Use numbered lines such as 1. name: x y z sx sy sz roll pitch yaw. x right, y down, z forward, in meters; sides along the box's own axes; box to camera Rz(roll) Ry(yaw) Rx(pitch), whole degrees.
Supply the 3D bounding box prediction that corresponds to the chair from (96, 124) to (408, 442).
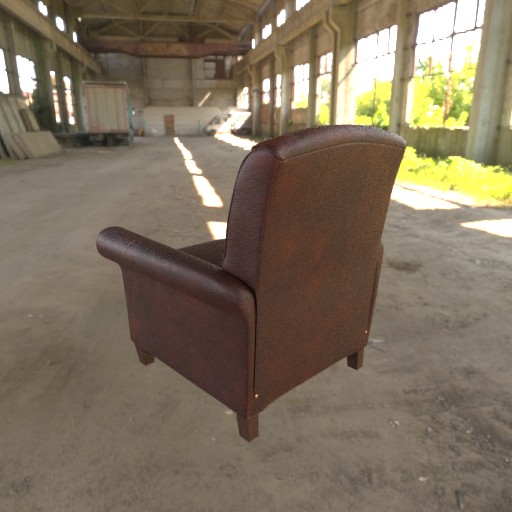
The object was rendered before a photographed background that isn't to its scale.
1. chair: 0.000 0.000 1.849 0.978 1.061 0.902 -16 24 -42
